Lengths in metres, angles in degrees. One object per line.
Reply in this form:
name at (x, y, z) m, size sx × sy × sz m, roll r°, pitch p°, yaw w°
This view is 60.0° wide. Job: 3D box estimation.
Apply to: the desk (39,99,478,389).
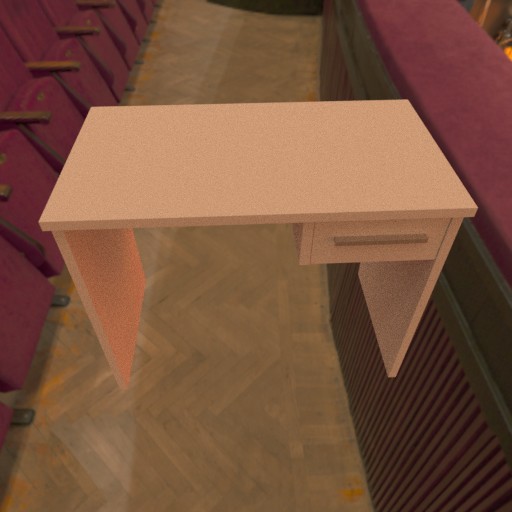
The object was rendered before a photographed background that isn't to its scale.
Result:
desk at (0.000, 0.000, 1.338) m, size 0.900 × 0.729 × 0.498 m, roll -2°, pitch 45°, yaw -2°
